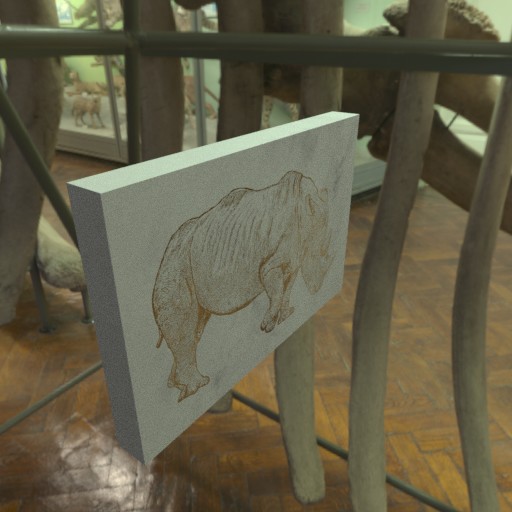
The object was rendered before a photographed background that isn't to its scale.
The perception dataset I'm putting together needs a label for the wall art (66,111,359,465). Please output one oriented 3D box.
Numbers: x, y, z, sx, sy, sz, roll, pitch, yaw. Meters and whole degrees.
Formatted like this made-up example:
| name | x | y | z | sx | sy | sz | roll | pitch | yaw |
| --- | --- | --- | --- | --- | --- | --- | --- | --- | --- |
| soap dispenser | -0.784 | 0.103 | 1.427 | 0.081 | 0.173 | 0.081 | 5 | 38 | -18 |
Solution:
| name | x | y | z | sx | sy | sz | roll | pitch | yaw |
| --- | --- | --- | --- | --- | --- | --- | --- | --- | --- |
| wall art | 0.000 | 0.000 | 0.484 | 0.038 | 0.254 | 0.381 | 19 | 32 | 32 |
